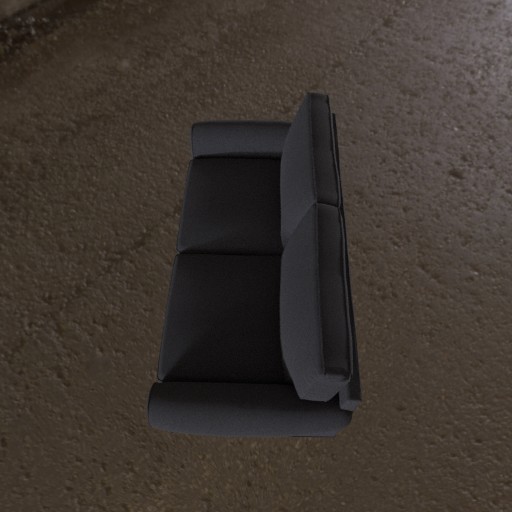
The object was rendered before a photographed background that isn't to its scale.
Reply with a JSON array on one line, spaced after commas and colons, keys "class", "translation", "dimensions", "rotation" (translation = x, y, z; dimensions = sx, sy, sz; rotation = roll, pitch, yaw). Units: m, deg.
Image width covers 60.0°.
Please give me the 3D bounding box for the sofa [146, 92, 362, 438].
[{"class": "sofa", "translation": [0.000, 0.000, 2.581], "dimensions": [0.951, 1.031, 2.009], "rotation": [2, 58, 1]}]
